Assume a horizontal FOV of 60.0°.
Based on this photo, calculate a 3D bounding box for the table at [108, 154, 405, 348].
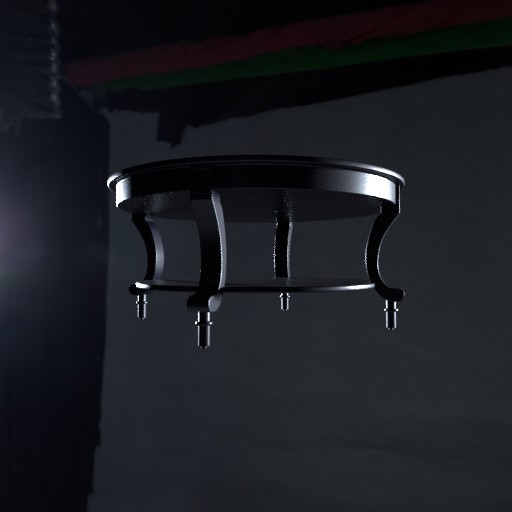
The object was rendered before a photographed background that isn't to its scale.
[{"bbox_3d":[0.000,0.000,1.609,1.029,0.491,1.029,0,-1,0],"label":"table"}]
